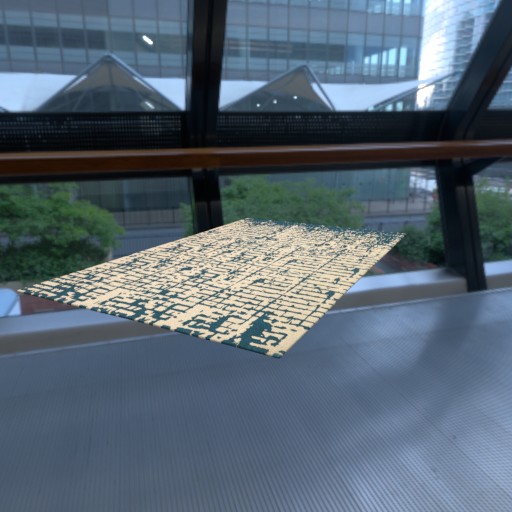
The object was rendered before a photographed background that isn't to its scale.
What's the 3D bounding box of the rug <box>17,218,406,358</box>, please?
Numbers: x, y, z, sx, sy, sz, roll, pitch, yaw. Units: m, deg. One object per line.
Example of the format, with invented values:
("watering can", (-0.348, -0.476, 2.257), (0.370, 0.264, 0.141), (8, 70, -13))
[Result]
("rug", (0.000, 0.000, 2.992), (1.517, 0.011, 2.435), (8, 17, 27))
